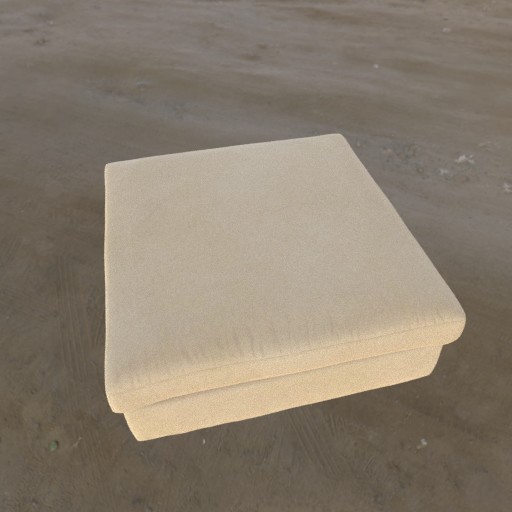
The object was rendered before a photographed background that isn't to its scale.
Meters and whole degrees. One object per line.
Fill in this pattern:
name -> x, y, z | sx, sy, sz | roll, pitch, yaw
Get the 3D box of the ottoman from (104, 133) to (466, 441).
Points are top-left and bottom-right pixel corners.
ottoman -> 0.000, 0.000, 1.871 | 1.190, 0.522, 1.205 | -10, 47, -9
